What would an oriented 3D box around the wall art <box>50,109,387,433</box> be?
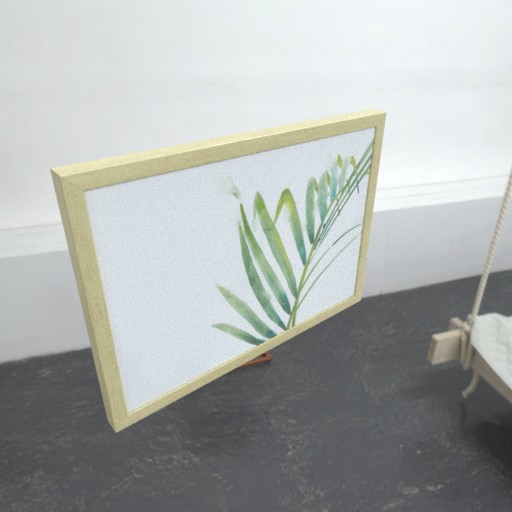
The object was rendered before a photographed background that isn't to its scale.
[{"bbox_3d":[0.000,0.000,0.695,0.533,0.381,0.032,-21,35,-33],"label":"wall art"}]
